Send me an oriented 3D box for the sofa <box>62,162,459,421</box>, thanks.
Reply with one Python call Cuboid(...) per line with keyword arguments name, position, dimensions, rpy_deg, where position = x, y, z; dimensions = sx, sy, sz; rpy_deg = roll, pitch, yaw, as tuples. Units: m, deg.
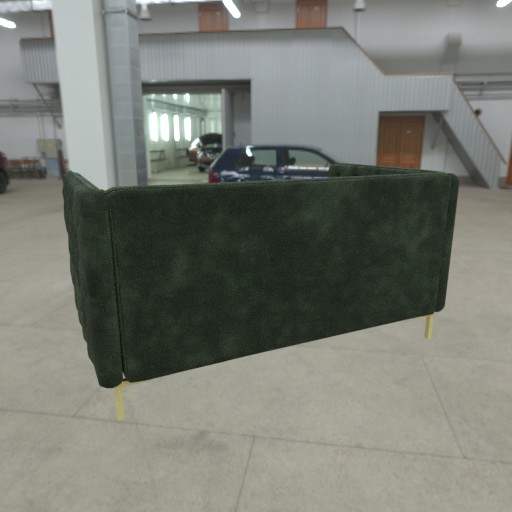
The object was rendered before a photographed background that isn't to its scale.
Cuboid(name="sofa", position=(0.000, 0.000, 2.018), dimensions=(1.537, 0.768, 0.895), rpy_deg=(-7, 17, -25))
